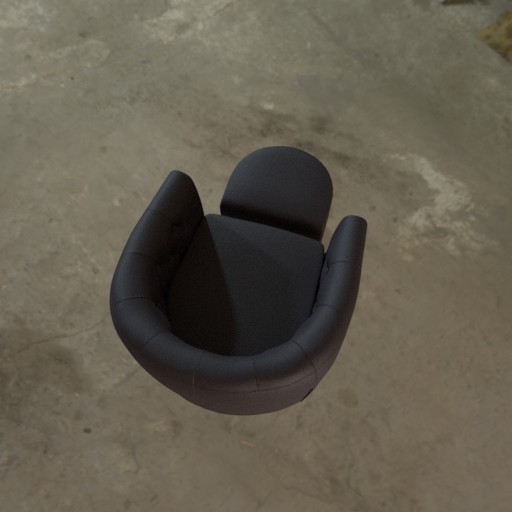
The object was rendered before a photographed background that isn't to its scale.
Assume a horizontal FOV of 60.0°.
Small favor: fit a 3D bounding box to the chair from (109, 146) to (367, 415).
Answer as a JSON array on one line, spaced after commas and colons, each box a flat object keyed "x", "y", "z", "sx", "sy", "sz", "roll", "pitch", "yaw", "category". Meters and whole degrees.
[{"x": 0.000, "y": 0.000, "z": 1.733, "sx": 0.763, "sy": 0.760, "sz": 1.191, "roll": 15, "pitch": 65, "yaw": 7, "category": "chair"}]
